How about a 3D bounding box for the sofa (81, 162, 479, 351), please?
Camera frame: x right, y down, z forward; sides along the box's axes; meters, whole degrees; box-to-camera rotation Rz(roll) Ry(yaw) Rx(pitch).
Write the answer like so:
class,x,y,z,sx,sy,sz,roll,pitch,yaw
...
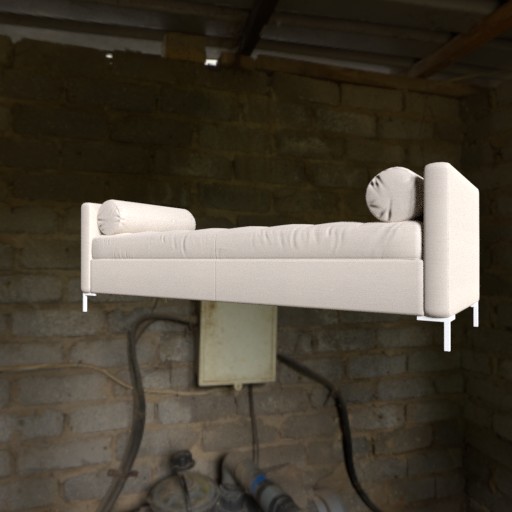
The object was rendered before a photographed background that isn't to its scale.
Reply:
class,x,y,z,sx,sy,sz,roll,pitch,yaw
sofa,0.000,0.000,2.274,1.981,0.635,0.686,0,0,34
